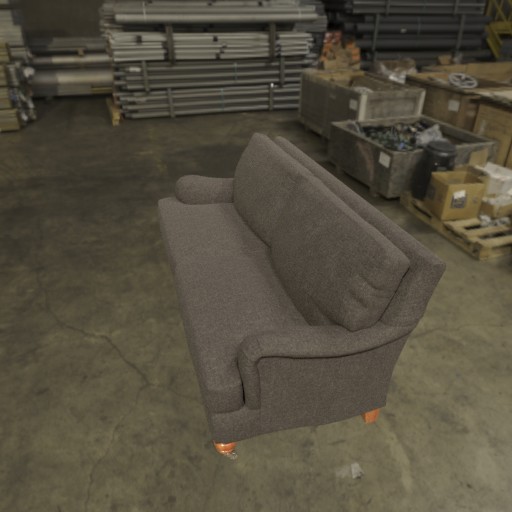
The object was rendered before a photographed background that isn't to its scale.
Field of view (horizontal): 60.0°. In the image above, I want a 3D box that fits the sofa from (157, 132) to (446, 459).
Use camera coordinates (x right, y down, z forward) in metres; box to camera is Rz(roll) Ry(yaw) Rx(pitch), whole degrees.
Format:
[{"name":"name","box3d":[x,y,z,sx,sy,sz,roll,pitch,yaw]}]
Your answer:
[{"name":"sofa","box3d":[0.000,0.000,2.834,1.087,1.054,2.160,-8,31,-14]}]
